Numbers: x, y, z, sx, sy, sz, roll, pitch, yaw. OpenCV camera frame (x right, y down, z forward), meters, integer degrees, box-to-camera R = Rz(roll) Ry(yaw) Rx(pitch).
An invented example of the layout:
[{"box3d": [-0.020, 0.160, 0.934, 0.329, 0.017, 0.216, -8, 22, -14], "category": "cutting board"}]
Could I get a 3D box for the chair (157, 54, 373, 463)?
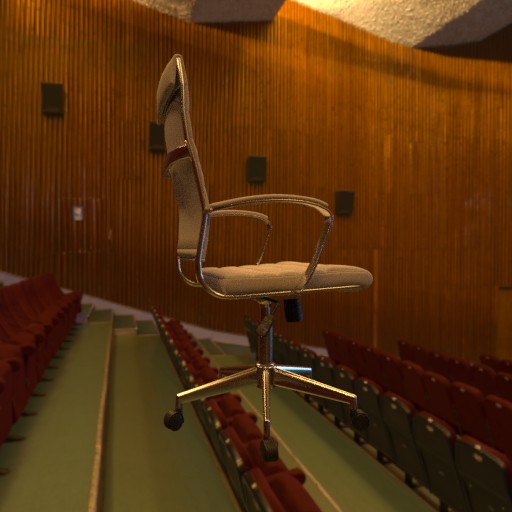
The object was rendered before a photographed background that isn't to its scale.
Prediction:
[{"box3d": [0.000, 0.000, 1.553, 0.667, 1.149, 0.679, 0, 1, -18], "category": "chair"}]
